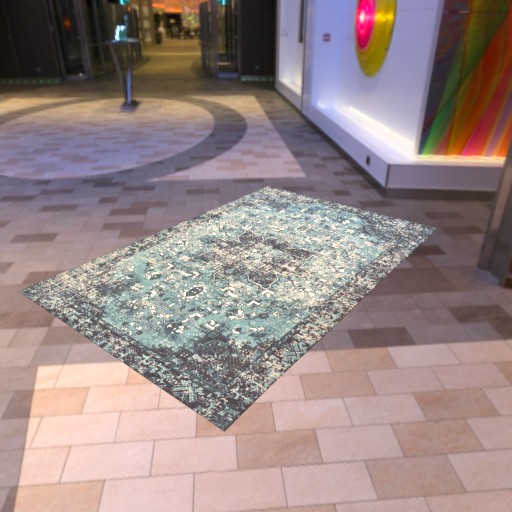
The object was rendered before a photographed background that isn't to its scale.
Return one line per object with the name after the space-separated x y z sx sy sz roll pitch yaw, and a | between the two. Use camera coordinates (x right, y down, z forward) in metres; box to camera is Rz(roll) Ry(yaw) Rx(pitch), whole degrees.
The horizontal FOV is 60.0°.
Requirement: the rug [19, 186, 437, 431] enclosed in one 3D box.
0.000 0.000 2.251 1.219 0.005 1.828 20 34 33 | rug
